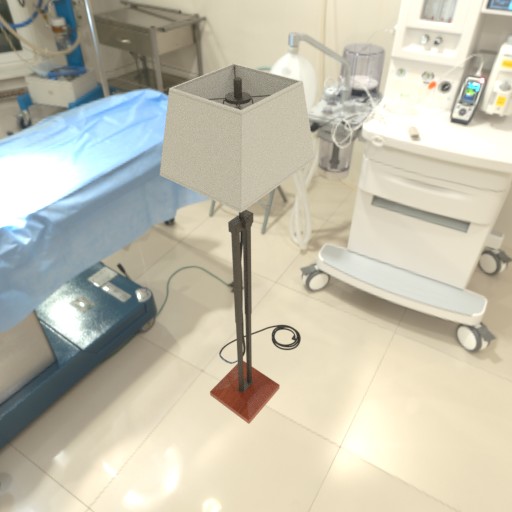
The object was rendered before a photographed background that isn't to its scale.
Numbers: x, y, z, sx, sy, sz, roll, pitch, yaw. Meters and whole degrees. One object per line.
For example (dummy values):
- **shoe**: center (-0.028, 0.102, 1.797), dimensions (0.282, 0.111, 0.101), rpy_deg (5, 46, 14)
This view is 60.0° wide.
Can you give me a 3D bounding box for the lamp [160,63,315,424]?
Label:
- **lamp**: center (0.000, 0.000, 2.033), dimensions (0.472, 1.712, 0.745), rpy_deg (27, 48, 28)
